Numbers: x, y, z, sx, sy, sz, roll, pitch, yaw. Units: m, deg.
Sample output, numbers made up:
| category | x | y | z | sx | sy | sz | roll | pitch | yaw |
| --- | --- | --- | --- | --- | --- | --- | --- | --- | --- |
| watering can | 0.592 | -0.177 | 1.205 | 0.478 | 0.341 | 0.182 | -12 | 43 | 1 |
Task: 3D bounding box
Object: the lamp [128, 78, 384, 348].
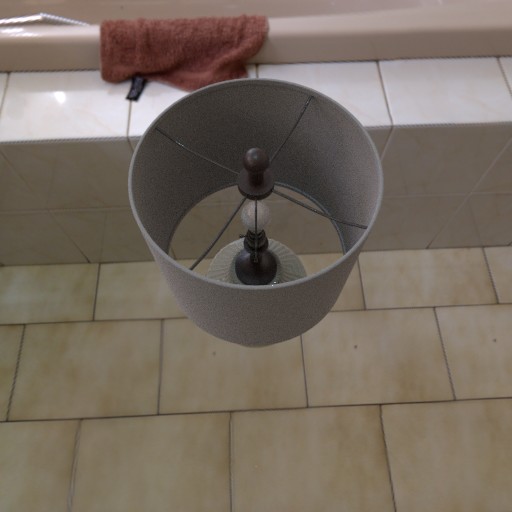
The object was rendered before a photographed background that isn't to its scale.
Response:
| category | x | y | z | sx | sy | sz | roll | pitch | yaw |
| --- | --- | --- | --- | --- | --- | --- | --- | --- | --- |
| lamp | 0.000 | 0.000 | 0.778 | 0.318 | 0.567 | 0.318 | 0 | 65 | 0 |
